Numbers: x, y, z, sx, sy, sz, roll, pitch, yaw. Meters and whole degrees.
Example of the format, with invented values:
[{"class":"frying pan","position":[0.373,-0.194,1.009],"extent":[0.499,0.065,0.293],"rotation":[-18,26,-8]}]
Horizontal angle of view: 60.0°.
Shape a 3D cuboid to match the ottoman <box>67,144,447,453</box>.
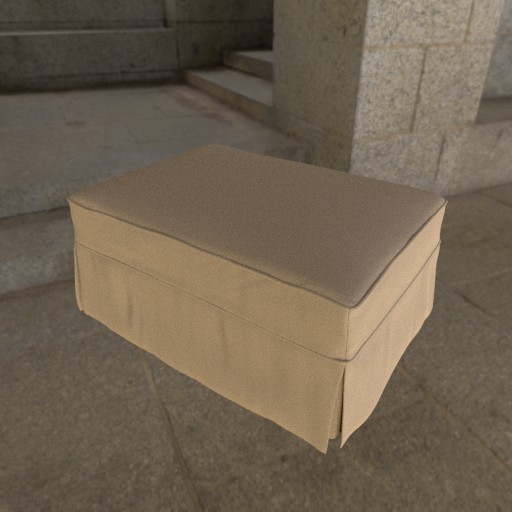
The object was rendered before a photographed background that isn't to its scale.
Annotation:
[{"class":"ottoman","position":[0.000,0.000,1.353],"extent":[0.959,0.482,0.721],"rotation":[20,36,30]}]
